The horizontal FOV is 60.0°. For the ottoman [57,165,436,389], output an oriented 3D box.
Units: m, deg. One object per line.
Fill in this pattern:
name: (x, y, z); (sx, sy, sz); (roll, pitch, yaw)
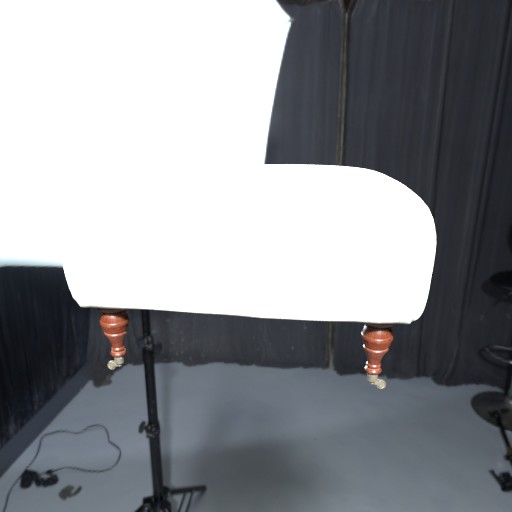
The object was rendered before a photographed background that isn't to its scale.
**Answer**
ottoman: (0.000, 0.000, 1.123); (0.747, 0.450, 0.622); (2, 15, 7)
